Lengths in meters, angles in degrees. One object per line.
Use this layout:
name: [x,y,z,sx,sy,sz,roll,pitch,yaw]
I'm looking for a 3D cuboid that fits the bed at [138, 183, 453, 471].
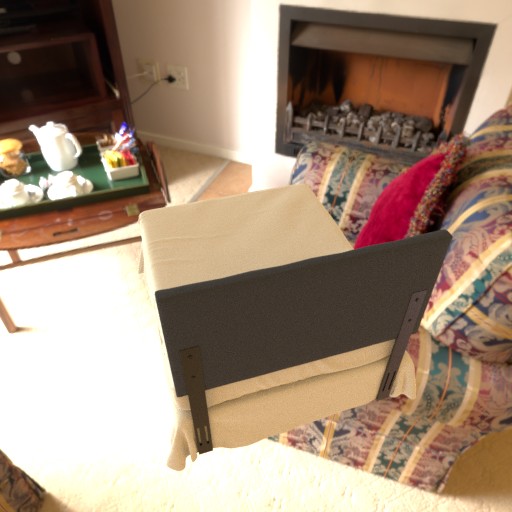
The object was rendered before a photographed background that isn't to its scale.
bed: [0.000,0.000,3.478,1.936,1.577,2.222,-12,43,-13]
